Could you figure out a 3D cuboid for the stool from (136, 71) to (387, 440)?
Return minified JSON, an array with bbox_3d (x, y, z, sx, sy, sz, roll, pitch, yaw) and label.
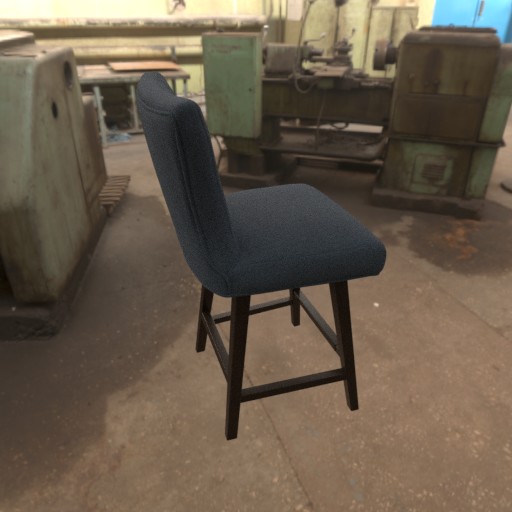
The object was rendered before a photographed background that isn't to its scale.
[{"bbox_3d":[0.000,0.000,1.335,0.574,1.000,0.514,-10,31,-17],"label":"stool"}]
